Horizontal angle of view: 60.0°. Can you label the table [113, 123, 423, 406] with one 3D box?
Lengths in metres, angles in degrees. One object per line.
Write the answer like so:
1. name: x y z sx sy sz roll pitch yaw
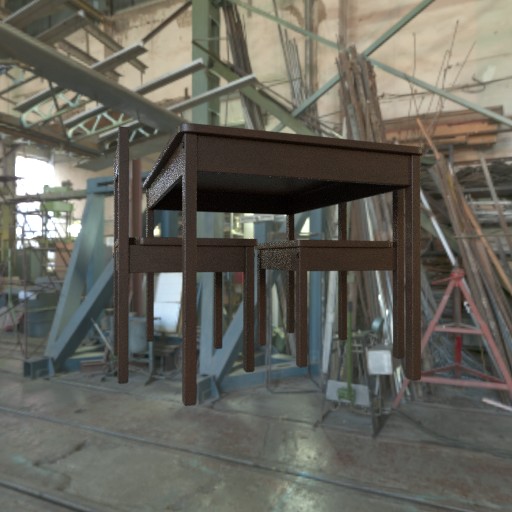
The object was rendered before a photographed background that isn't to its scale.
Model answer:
1. table: 0.000 0.000 1.108 0.672 0.503 0.650 0 -1 -20
